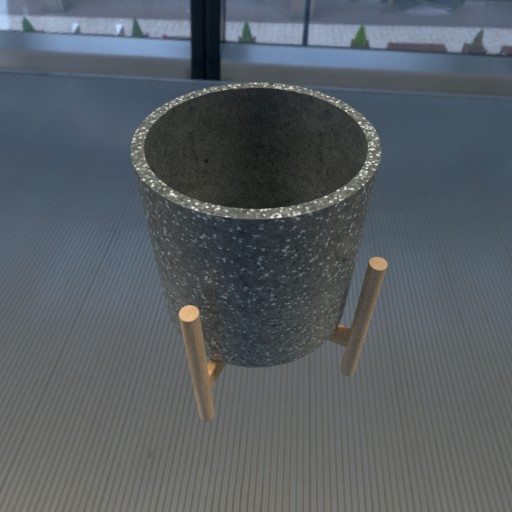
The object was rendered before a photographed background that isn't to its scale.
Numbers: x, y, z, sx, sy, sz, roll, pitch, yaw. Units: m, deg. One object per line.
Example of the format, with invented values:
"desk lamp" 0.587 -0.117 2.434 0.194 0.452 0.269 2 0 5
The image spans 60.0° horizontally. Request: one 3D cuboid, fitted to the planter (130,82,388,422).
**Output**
"planter" 0.000 0.000 0.695 0.360 0.419 0.360 -32 54 -27
